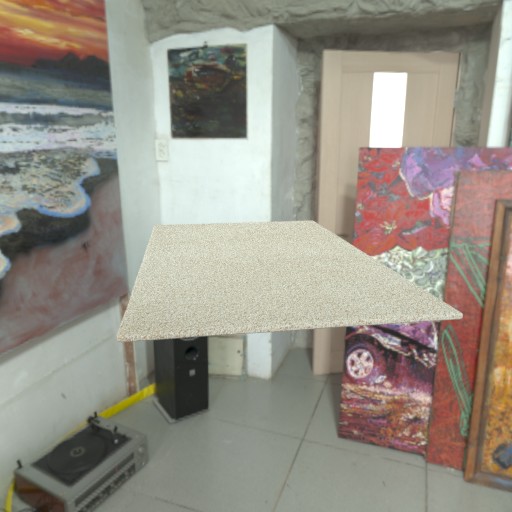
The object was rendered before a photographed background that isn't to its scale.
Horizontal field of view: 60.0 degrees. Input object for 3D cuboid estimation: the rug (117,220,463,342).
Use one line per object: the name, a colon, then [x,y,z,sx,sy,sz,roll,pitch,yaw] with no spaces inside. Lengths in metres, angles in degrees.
rug: [0.000,0.000,3.051,1.524,0.030,2.438,-2,15,-9]
